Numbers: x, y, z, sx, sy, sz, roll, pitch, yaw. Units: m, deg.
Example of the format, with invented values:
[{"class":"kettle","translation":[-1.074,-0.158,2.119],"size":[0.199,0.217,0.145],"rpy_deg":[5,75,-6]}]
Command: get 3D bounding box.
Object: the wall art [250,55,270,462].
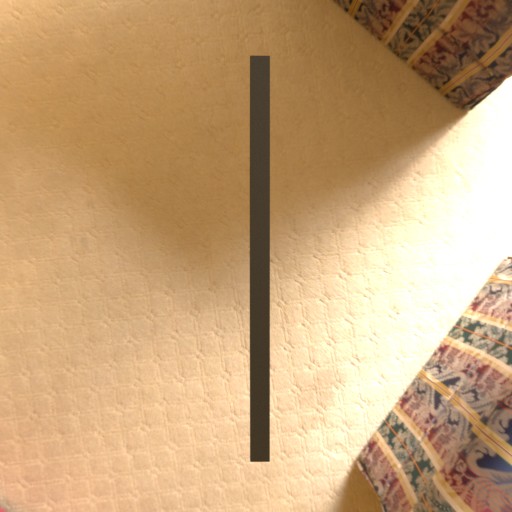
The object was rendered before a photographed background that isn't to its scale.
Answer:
[{"class":"wall art","translation":[0.000,0.000,1.407],"size":[0.039,1.061,0.804],"rpy_deg":[0,91,-1]}]
